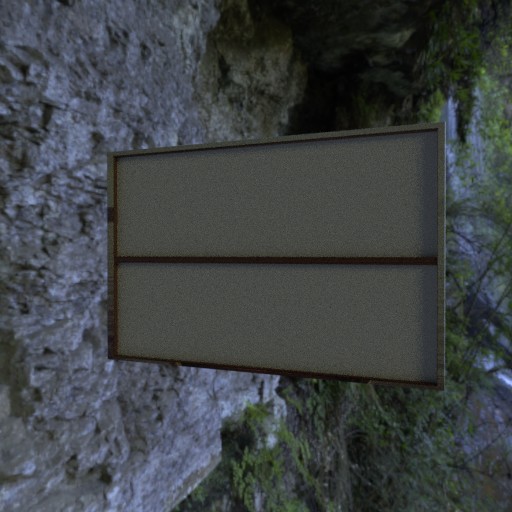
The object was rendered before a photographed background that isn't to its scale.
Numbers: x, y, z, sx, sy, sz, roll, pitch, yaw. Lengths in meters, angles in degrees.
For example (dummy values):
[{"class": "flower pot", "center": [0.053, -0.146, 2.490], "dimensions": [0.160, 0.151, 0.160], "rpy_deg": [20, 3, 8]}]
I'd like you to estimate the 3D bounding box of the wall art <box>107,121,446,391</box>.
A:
[{"class": "wall art", "center": [0.000, 0.000, 1.463], "dimensions": [1.149, 0.765, 0.040], "rpy_deg": [0, 0, 19]}]
